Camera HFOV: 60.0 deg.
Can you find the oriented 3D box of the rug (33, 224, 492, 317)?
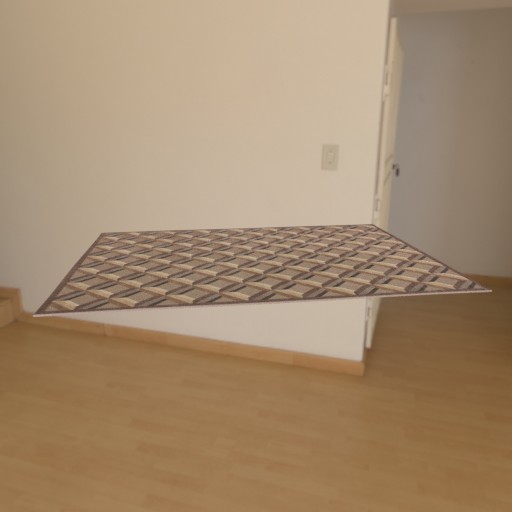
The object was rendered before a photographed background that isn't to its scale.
[{"bbox_3d":[0.000,0.000,2.906,2.260,0.013,1.600,-2,17,-8],"label":"rug"}]
